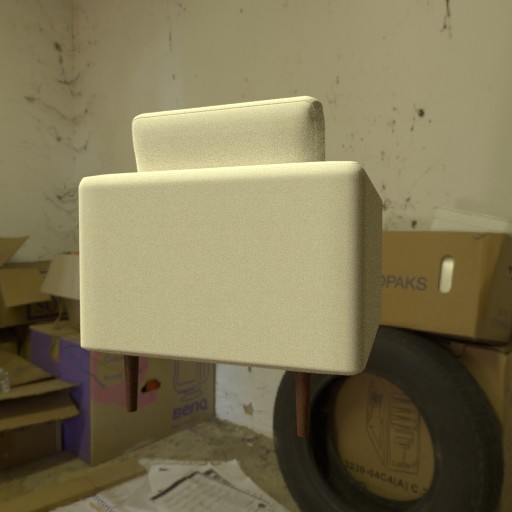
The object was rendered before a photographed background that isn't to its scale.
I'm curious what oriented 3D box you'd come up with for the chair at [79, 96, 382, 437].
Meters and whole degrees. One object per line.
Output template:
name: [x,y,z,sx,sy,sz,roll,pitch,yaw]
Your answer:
chair: [0.000,0.000,1.577,0.831,0.899,0.879,1,2,19]
